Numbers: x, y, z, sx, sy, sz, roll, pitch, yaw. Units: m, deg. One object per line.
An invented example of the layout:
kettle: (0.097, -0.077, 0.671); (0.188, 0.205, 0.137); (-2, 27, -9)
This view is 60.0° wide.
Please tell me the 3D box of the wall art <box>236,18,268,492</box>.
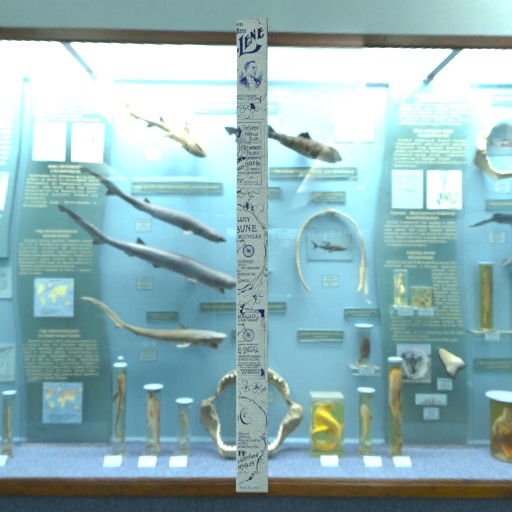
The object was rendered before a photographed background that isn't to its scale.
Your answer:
wall art: (0.000, 0.000, 0.478); (0.025, 0.376, 0.255); (0, -1, 1)
